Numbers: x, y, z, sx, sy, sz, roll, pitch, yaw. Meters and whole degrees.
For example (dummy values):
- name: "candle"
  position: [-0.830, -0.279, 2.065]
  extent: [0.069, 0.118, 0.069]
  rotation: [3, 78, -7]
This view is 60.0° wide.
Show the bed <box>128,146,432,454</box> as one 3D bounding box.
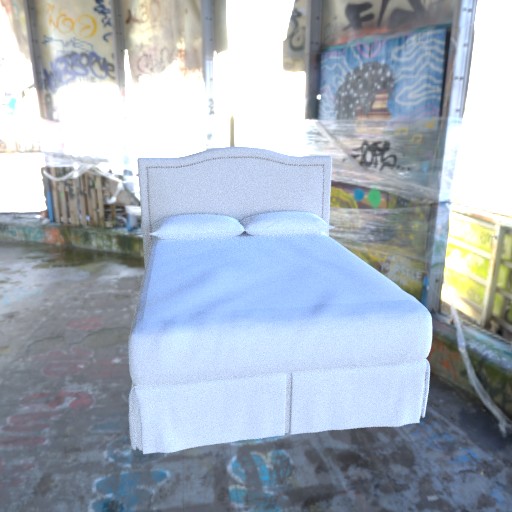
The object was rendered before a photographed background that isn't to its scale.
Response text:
- name: "bed"
  position: [0.000, 0.000, 3.198]
  extent: [1.753, 1.460, 2.143]
  rotation: [-3, 16, -9]
